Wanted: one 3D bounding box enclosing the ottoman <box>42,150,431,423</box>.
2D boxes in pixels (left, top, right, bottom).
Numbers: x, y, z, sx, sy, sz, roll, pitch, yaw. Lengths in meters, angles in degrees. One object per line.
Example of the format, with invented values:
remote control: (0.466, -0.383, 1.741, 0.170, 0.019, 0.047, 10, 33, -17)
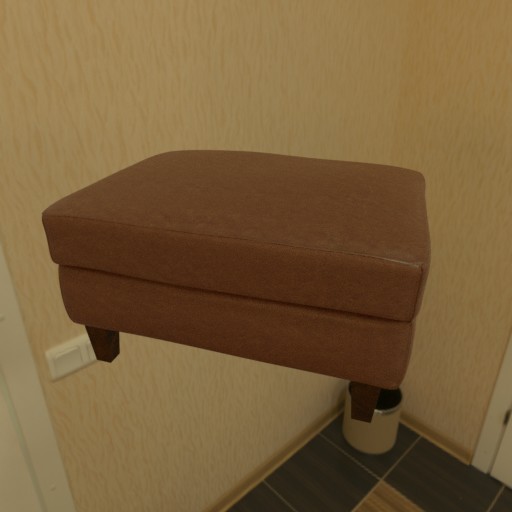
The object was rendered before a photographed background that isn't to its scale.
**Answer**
ottoman: (0.000, 0.000, 1.230, 0.851, 0.485, 0.650, 8, 27, 16)
